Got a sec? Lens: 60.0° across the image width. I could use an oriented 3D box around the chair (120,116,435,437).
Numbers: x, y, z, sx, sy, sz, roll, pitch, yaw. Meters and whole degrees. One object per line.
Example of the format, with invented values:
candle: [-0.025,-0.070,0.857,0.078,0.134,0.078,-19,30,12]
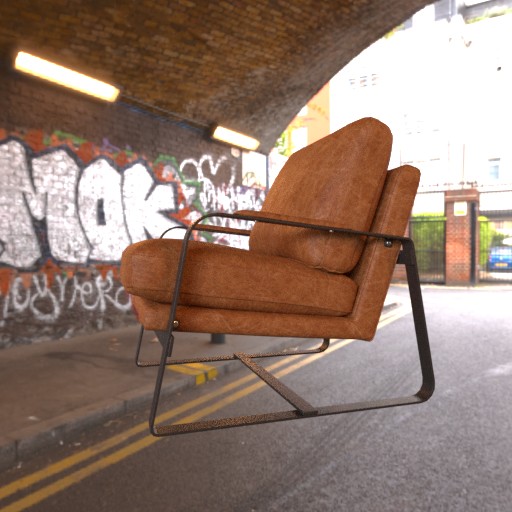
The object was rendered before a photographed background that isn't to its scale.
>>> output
chair: [0.000,0.000,1.368,0.801,0.777,0.651,0,1,-18]
